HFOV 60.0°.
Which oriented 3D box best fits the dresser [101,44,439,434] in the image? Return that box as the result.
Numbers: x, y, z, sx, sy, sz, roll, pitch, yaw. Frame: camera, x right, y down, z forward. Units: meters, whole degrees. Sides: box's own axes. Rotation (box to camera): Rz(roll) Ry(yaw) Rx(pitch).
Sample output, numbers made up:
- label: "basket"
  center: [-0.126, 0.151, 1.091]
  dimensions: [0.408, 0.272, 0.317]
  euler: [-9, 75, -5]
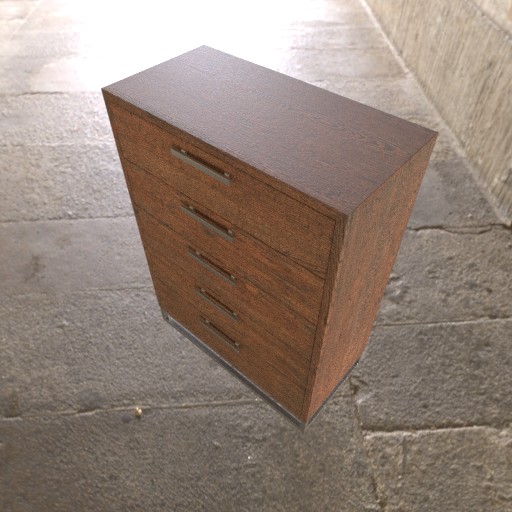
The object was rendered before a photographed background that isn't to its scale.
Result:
- label: "dresser"
  center: [0.000, 0.000, 1.851]
  dimensions: [0.965, 1.321, 0.508]
  euler: [32, 55, 26]
